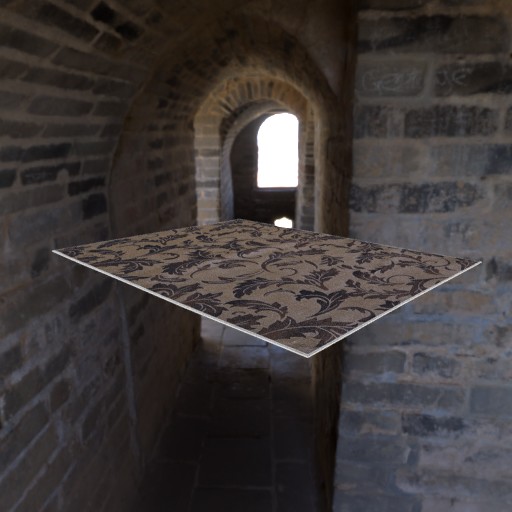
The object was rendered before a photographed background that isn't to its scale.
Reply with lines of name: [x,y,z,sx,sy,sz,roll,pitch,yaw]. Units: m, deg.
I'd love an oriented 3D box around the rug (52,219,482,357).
rug: [0.000,0.000,3.901,2.977,0.008,2.380,14,20,43]
